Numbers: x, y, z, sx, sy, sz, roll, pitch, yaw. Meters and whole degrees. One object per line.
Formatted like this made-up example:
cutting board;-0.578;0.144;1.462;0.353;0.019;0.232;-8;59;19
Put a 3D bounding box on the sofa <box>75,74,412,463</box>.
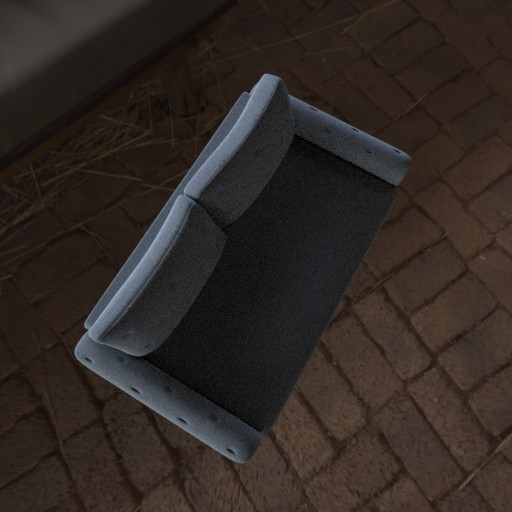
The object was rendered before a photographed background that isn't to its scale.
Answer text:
sofa;0.000;0.000;2.132;0.920;0.790;1.650;29;76;8
